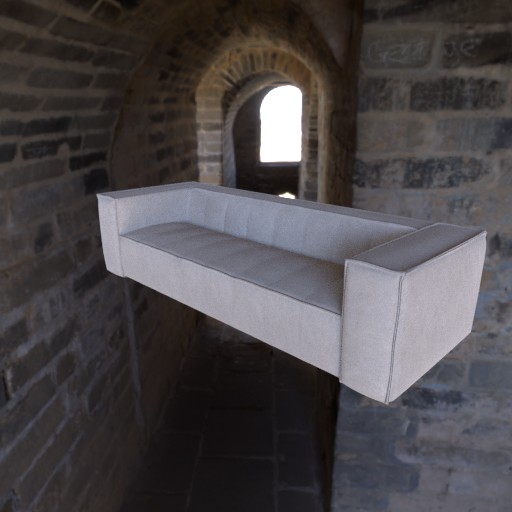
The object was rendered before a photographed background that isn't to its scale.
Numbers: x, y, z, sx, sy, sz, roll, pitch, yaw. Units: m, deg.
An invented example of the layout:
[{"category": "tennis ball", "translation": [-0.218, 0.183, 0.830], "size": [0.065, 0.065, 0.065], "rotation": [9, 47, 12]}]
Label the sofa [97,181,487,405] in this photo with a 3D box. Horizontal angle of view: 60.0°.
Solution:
[{"category": "sofa", "translation": [0.000, 0.000, 3.096], "size": [2.697, 0.680, 1.038], "rotation": [17, 24, 42]}]
